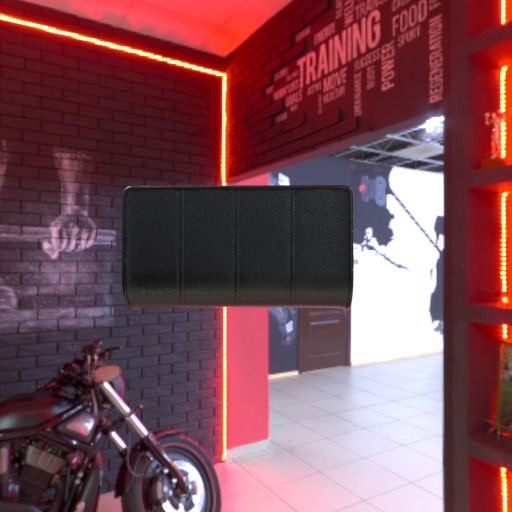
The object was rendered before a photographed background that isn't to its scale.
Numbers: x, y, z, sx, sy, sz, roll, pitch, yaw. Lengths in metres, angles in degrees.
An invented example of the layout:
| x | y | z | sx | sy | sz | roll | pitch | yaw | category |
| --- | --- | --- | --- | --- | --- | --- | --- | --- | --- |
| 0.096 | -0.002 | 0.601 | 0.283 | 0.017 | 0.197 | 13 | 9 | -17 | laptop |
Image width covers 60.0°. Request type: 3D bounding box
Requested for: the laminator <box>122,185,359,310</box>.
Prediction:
| x | y | z | sx | sy | sz | roll | pitch | yaw | category |
| --- | --- | --- | --- | --- | --- | --- | --- | --- | --- |
| 0.000 | 0.000 | 0.383 | 0.123 | 0.062 | 0.340 | 0 | -1 | 1 | laminator |
